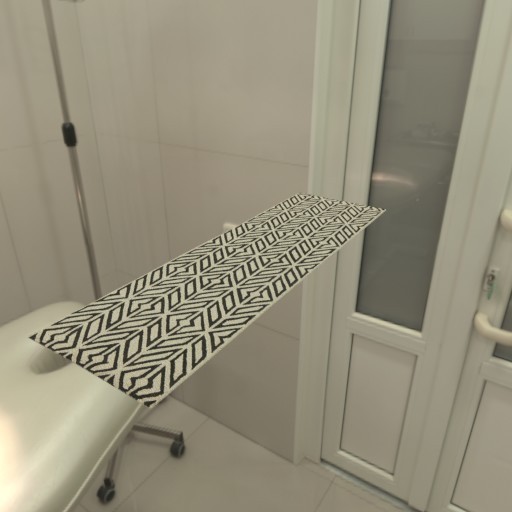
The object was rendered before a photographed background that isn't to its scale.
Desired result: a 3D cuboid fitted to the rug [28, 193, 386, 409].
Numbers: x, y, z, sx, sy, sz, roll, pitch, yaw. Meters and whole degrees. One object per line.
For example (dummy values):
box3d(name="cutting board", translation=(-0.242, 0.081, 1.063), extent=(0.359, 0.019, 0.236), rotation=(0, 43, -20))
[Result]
box3d(name="rug", translation=(0.000, 0.000, 2.638), extent=(0.750, 0.009, 2.435), rotation=(16, 30, 30))
